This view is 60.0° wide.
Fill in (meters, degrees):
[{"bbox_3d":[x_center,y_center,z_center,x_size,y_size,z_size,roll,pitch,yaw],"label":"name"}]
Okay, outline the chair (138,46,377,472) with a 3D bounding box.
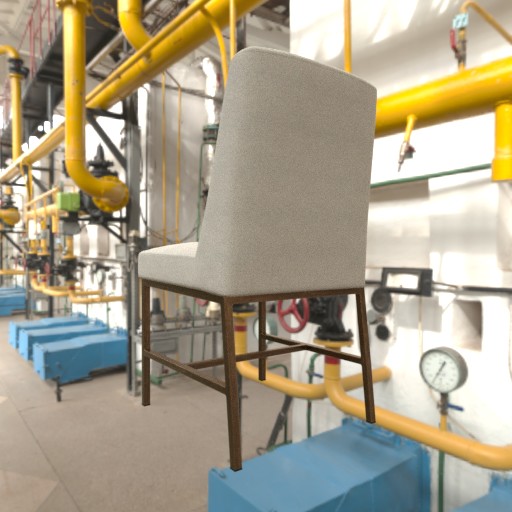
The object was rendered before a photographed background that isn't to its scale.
[{"bbox_3d":[0.000,0.000,1.298,0.503,0.933,0.597,0,1,-36],"label":"chair"}]
